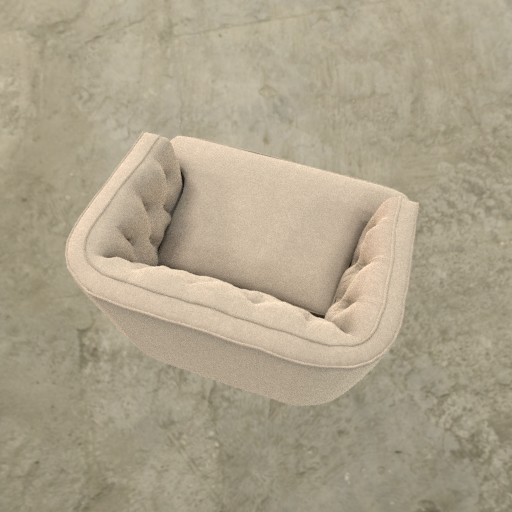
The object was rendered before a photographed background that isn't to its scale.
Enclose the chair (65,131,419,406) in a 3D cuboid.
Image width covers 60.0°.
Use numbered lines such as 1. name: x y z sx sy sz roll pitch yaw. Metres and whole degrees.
1. chair: 0.000 0.000 1.775 1.104 0.852 0.941 16 65 8
